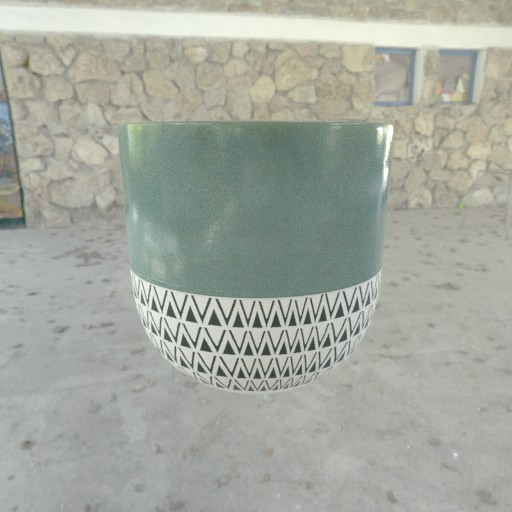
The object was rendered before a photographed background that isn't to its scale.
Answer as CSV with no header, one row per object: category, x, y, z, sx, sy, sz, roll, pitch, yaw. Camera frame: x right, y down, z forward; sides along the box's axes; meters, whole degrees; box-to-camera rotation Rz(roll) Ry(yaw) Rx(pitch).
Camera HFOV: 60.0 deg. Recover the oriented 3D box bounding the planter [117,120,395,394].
planter,0.000,0.000,0.477,0.266,0.270,0.266,0,15,0
